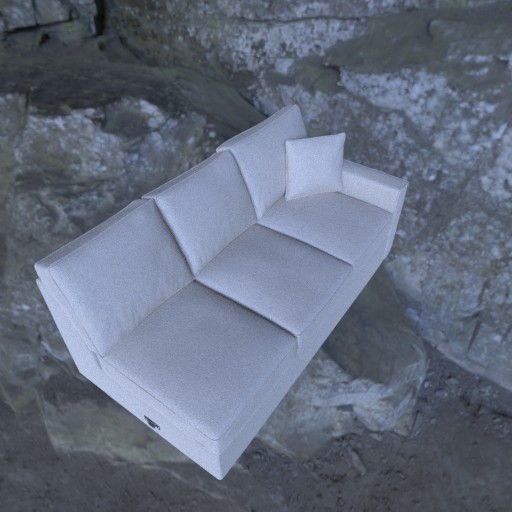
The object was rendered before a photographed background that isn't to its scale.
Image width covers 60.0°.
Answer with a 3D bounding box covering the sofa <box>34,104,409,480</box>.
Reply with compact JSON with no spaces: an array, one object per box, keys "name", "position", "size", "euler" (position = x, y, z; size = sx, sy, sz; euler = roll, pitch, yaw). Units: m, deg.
[{"name":"sofa","position":[0.000,0.000,2.505],"size":[1.034,0.946,1.963],"euler":[25,48,26]}]
